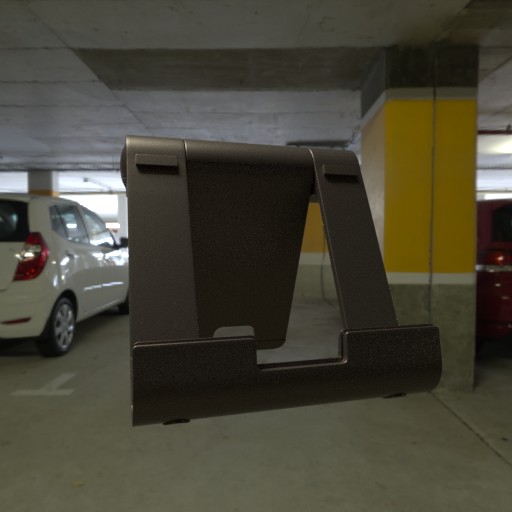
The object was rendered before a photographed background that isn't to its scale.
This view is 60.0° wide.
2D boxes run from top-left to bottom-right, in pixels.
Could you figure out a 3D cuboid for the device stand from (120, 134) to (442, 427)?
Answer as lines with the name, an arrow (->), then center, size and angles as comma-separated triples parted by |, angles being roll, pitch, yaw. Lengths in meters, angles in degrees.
device stand -> 0.000, 0.000, 0.151 | 0.088, 0.084, 0.079 | 0, 2, -17
